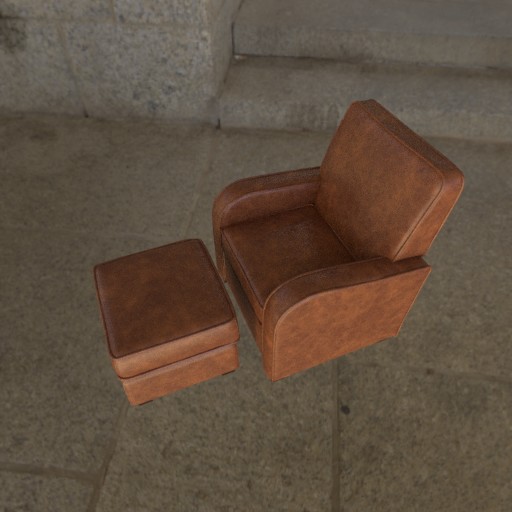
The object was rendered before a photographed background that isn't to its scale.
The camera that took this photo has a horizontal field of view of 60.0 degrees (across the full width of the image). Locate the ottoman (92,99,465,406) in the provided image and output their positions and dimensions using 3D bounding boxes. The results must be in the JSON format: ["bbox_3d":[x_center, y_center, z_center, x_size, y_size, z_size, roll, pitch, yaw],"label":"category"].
[{"bbox_3d":[0.000,0.000,1.842,1.314,0.904,0.732,-16,49,-15],"label":"ottoman"}]
